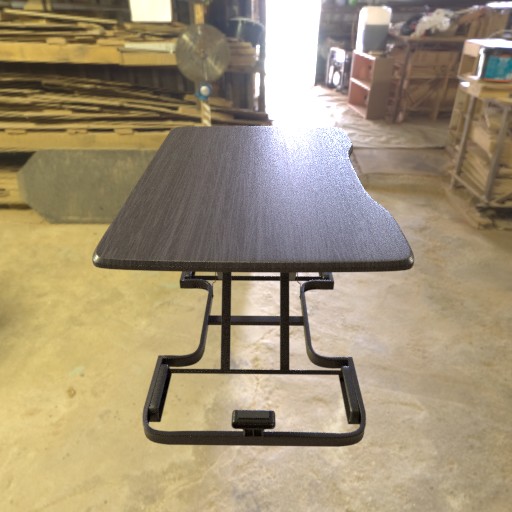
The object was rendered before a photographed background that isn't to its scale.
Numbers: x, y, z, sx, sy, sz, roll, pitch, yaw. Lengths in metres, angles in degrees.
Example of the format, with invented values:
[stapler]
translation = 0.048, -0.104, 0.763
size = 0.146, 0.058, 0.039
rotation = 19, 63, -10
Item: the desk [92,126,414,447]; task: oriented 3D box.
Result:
[desk]
translation = 0.000, 0.000, 1.179
size = 0.546, 0.470, 0.820
rotation = 0, 31, 1
